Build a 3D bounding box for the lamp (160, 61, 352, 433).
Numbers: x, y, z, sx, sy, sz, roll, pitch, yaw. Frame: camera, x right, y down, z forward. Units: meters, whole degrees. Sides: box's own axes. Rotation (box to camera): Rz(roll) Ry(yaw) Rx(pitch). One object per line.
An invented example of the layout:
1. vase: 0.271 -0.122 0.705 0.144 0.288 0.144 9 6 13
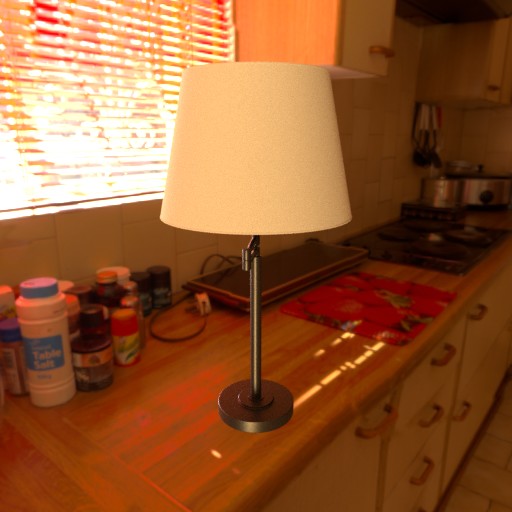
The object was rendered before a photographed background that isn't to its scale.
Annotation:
1. lamp: 0.000 0.000 0.879 0.363 0.696 0.363 0 15 0
